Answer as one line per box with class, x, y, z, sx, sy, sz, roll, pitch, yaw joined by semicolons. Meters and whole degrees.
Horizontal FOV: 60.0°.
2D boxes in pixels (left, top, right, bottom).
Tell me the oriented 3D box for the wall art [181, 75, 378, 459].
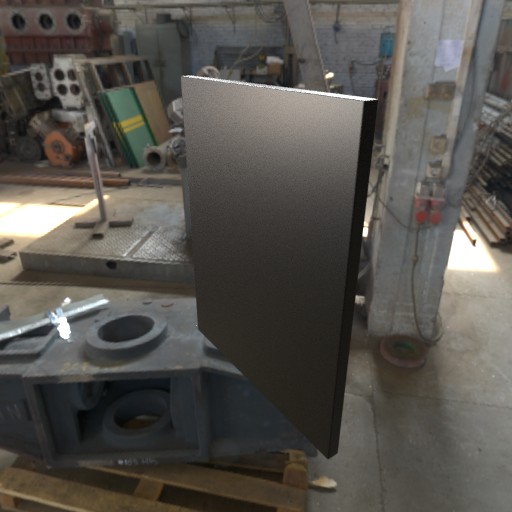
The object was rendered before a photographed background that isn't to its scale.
wall art;0.000;0.000;1.650;0.053;1.194;0.950;-17;31;-31
